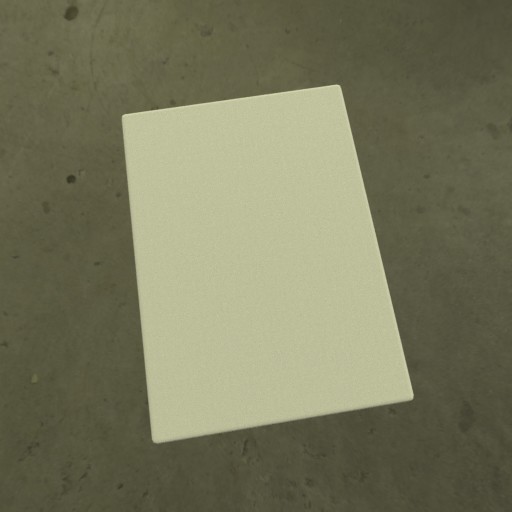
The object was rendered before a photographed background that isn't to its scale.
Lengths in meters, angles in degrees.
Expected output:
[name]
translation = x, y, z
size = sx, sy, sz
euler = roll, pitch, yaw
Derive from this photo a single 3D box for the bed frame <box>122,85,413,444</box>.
[bed frame]
translation = 0.000, 0.000, 3.744
size = 2.205, 0.680, 2.842
euler = -2, 76, 0
